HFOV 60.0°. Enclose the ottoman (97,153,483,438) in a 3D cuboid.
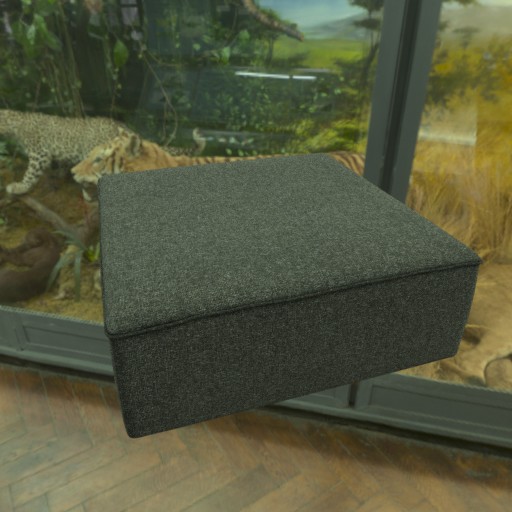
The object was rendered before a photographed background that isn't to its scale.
[{"bbox_3d":[0.000,0.000,1.561,1.017,0.423,1.021,-9,31,-15],"label":"ottoman"}]
